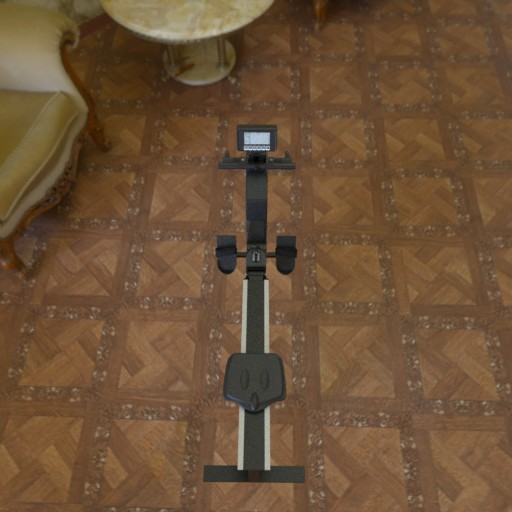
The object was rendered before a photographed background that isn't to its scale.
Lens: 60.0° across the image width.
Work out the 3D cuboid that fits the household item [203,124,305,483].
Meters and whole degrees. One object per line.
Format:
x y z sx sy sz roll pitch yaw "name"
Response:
0.000 0.000 2.513 0.521 0.810 2.251 0 60 0 "household item"
